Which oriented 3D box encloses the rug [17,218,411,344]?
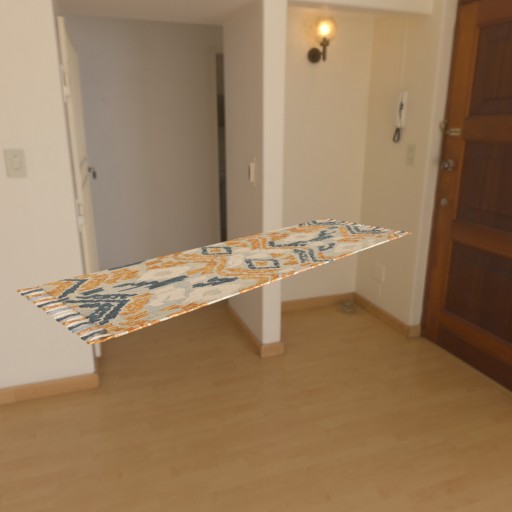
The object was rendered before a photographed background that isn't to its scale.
[{"bbox_3d":[0.000,0.000,2.658,0.783,0.010,2.437,16,22,43],"label":"rug"}]
